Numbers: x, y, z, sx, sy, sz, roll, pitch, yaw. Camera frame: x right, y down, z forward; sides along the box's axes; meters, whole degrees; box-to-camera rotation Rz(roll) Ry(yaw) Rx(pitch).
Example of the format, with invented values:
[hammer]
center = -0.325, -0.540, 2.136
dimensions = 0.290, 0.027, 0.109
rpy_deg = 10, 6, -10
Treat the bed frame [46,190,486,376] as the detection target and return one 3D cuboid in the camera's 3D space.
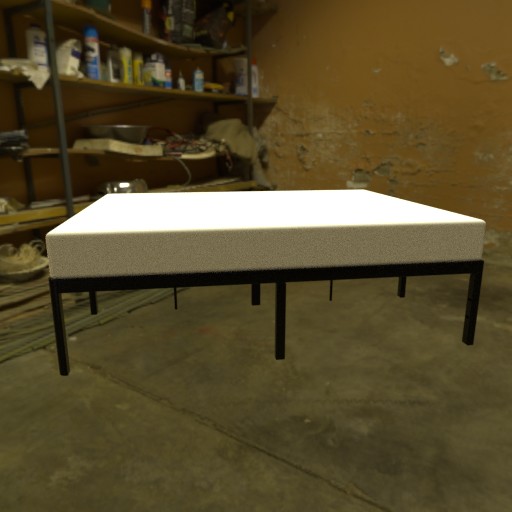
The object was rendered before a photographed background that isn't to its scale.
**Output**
[bed frame]
center = 0.000, 0.000, 2.815
dimensions = 2.072, 0.659, 1.557
rpy_deg = -2, 14, -9
